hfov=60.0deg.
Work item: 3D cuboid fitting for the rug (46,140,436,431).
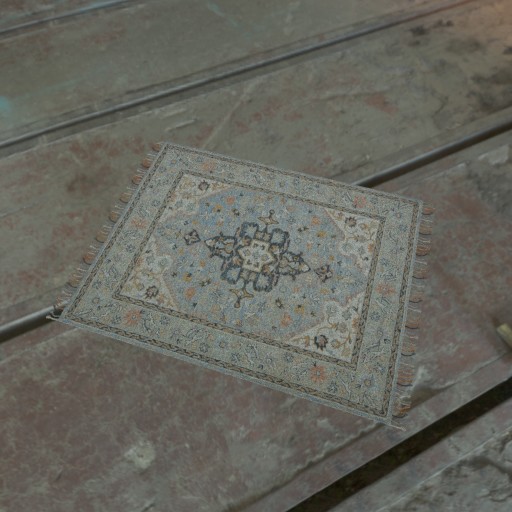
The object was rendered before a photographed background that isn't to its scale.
[{"bbox_3d":[0.000,0.000,4.309,3.221,0.011,2.379,15,59,9],"label":"rug"}]
